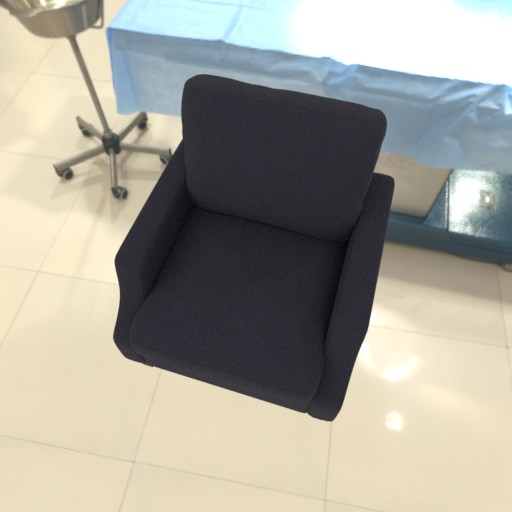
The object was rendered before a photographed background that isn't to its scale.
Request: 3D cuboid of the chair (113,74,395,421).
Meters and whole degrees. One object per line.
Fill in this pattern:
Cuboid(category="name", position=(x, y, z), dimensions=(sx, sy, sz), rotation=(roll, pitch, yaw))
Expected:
Cuboid(category="chair", position=(0.000, 0.000, 1.630), dimensions=(0.855, 0.991, 0.897), rotation=(15, 58, 9))
